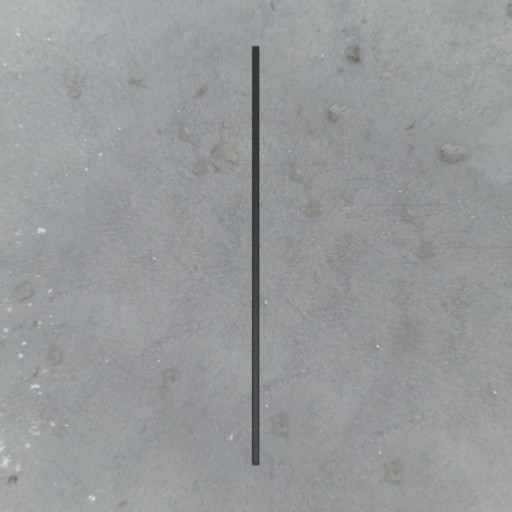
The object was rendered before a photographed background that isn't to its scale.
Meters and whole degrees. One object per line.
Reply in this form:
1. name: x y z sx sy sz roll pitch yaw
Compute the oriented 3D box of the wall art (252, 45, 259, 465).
1. wall art: 0.000 0.000 1.230 0.013 0.967 0.707 0 90 0
